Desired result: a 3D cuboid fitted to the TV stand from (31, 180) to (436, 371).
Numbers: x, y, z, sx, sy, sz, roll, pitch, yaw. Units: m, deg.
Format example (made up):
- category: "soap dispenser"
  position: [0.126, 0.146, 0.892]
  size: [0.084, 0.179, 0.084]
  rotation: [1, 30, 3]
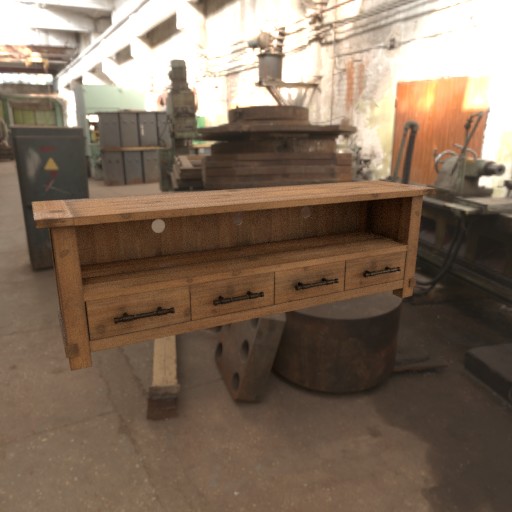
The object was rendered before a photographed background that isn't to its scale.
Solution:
- category: "TV stand"
  position: [0.000, 0.000, 2.066]
  size: [1.804, 0.573, 0.453]
  rotation: [-8, 18, -26]
